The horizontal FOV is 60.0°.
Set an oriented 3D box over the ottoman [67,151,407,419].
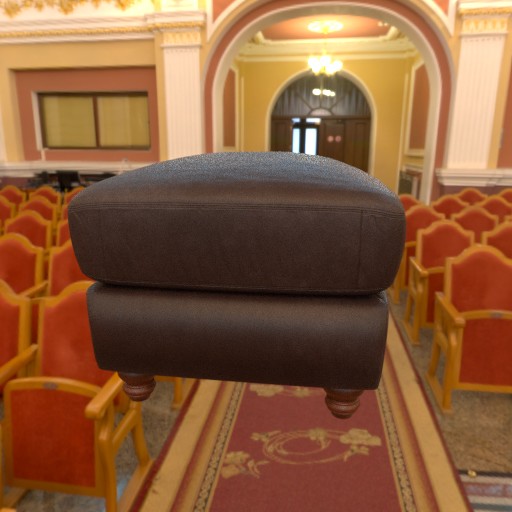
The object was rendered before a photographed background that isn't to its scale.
[{"bbox_3d":[0.000,0.000,1.244,0.670,0.569,0.806,2,14,8],"label":"ottoman"}]
